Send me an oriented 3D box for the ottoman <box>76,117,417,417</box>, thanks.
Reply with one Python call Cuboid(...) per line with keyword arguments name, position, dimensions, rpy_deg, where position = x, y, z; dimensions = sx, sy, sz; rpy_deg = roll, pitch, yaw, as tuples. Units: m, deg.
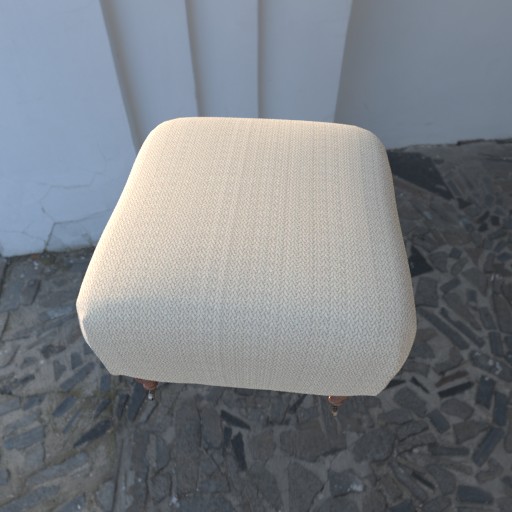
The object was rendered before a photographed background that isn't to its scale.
Cuboid(name="ottoman", position=(0.000, 0.000, 1.075), dimensions=(0.622, 0.447, 0.684), rpy_deg=(4, 48, 3))
